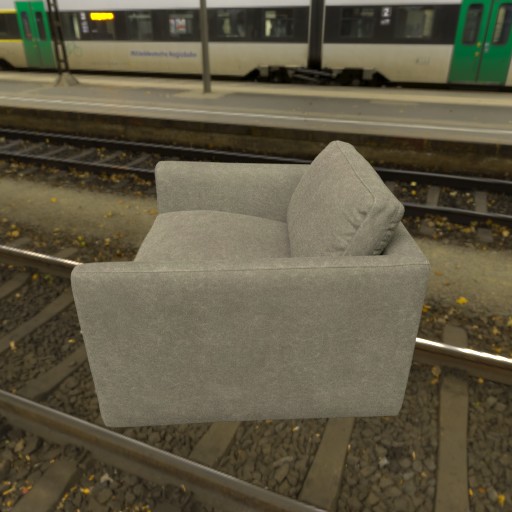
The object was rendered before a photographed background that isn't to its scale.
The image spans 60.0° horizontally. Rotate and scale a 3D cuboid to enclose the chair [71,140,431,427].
[{"bbox_3d":[0.000,0.000,1.880,1.091,0.845,1.190,0,27,1],"label":"chair"}]
